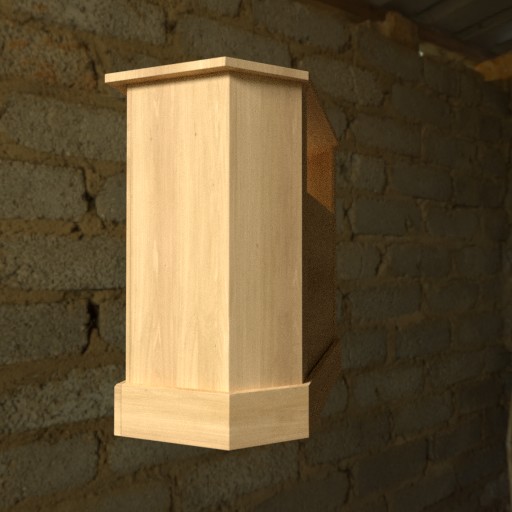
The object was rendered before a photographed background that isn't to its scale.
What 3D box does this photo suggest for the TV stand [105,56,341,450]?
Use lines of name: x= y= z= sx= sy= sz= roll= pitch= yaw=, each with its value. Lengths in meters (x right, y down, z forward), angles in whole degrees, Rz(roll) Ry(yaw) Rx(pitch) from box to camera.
TV stand: x=0.000 y=0.000 z=1.302 sx=0.425 sy=0.781 sz=0.851 roll=0 pitch=-1 yaw=17
